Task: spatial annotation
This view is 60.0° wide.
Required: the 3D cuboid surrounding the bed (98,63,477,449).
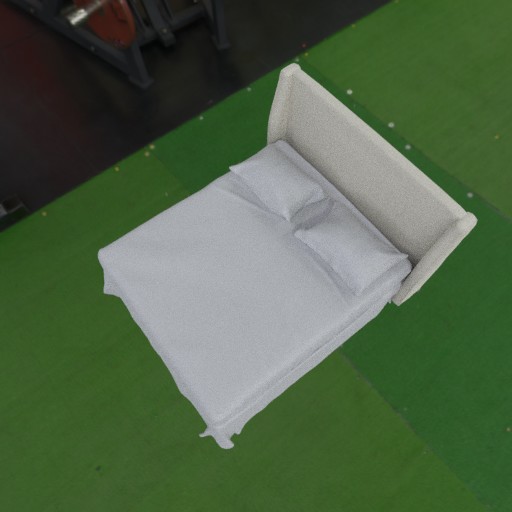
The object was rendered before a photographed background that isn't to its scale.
[{"bbox_3d":[0.000,0.000,3.523,2.276,1.332,1.925,-35,68,-16],"label":"bed"}]
